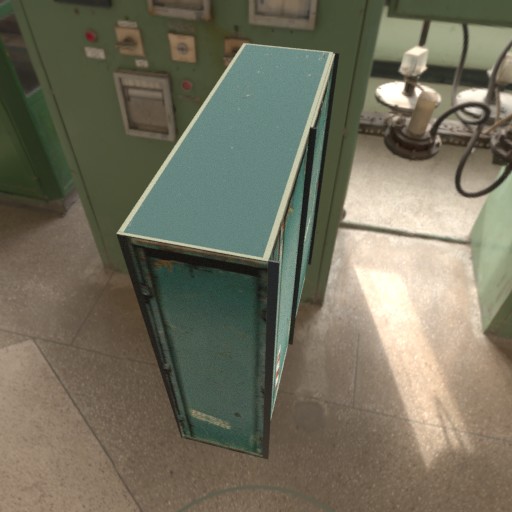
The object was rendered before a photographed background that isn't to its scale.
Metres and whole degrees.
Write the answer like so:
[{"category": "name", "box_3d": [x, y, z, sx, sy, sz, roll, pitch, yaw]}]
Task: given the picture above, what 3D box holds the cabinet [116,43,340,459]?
[{"category": "cabinet", "box_3d": [0.000, 0.000, 3.205, 0.680, 2.160, 2.000, 10, 48, 9]}]
